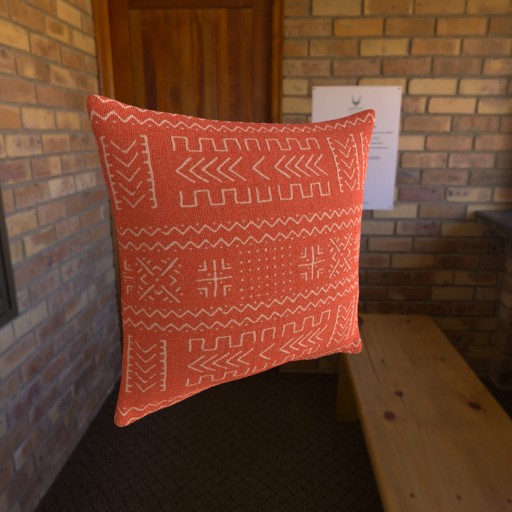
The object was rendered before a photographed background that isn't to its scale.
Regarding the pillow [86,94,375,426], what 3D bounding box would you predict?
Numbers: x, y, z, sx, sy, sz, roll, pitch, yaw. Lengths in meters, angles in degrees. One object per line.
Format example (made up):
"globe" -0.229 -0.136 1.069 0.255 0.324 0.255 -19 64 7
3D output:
"pillow" 0.000 0.000 0.651 0.438 0.429 0.164 -8 17 -28
